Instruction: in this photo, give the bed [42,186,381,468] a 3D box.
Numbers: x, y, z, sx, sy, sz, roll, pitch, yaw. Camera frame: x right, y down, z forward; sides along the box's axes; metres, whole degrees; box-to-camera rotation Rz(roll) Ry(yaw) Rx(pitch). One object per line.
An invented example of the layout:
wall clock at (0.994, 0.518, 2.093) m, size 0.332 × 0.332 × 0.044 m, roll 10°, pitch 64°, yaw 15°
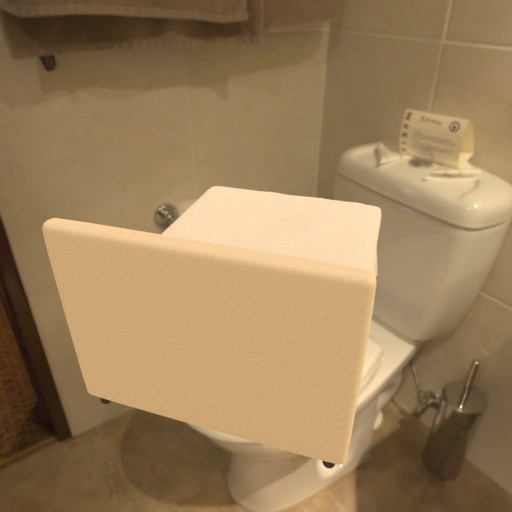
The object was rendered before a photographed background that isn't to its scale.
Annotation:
bed at (0.000, 0.000, 3.196) m, size 1.714 × 1.330 × 2.147 m, roll 10°, pitch 33°, yaw 15°
